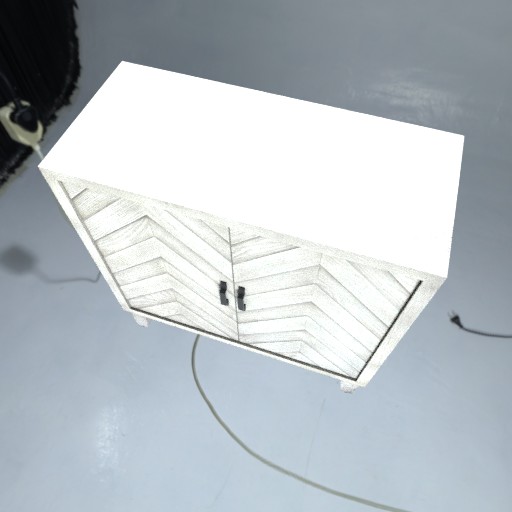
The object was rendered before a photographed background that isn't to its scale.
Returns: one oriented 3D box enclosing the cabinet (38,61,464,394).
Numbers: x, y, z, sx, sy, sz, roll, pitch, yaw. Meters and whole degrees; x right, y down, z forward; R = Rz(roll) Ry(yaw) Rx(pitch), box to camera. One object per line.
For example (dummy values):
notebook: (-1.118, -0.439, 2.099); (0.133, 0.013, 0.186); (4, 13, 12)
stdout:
cabinet: (0.000, 0.000, 1.219); (0.781, 0.787, 0.370); (16, 59, 10)
